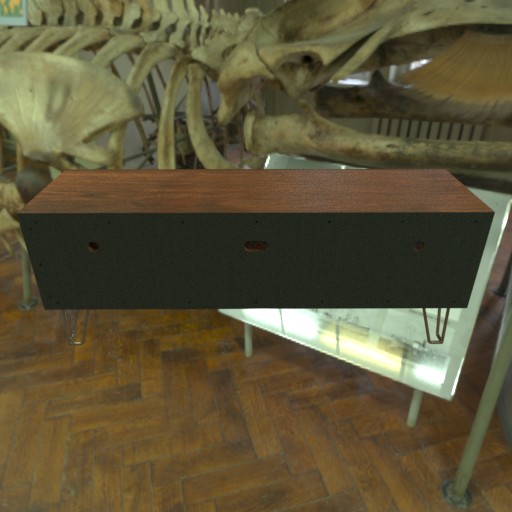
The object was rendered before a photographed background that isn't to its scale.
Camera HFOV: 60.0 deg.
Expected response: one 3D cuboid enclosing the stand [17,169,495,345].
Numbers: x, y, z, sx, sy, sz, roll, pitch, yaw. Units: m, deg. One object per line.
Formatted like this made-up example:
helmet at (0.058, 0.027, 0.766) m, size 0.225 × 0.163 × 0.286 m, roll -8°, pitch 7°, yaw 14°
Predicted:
stand at (0.000, 0.000, 1.863) m, size 1.626 × 0.610 × 0.481 m, roll 0°, pitch 30°, yaw 0°
